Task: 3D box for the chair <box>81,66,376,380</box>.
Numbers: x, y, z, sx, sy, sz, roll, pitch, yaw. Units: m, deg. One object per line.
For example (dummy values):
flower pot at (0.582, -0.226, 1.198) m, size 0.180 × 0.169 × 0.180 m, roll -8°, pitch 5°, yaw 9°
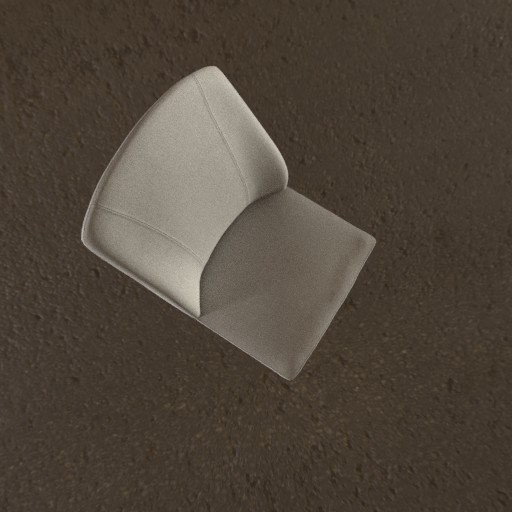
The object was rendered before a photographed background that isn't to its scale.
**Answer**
chair at (0.000, 0.000, 1.223) m, size 0.540 × 0.893 × 0.472 m, roll 32°, pitch 79°, yaw 7°
